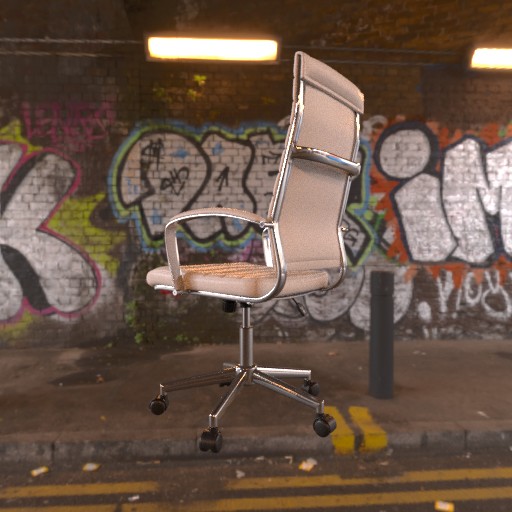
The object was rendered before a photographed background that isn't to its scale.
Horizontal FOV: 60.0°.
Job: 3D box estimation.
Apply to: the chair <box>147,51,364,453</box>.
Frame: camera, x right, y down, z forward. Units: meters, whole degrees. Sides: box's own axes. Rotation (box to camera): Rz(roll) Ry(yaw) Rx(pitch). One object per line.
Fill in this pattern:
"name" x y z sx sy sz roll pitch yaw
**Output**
"chair" 0.000 0.000 1.582 0.679 1.149 0.679 1 2 36
